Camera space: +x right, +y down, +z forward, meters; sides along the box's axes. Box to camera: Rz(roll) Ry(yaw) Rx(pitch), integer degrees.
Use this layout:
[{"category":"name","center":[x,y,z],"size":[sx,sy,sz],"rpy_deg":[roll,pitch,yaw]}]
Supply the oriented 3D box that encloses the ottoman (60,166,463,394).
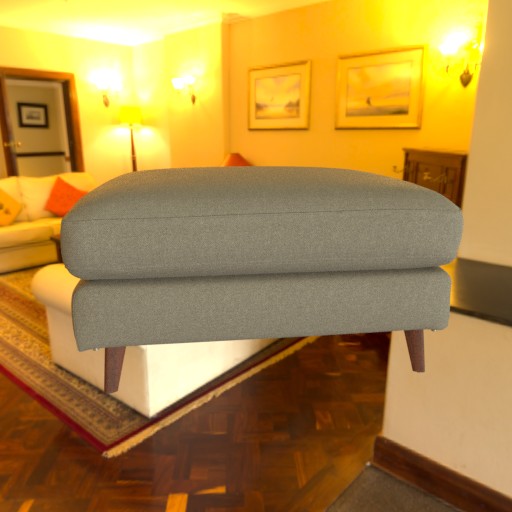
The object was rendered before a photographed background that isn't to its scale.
[{"category":"ottoman","center":[0.000,0.000,1.148],"size":[0.811,0.449,0.608],"rpy_deg":[-2,15,-7]}]
